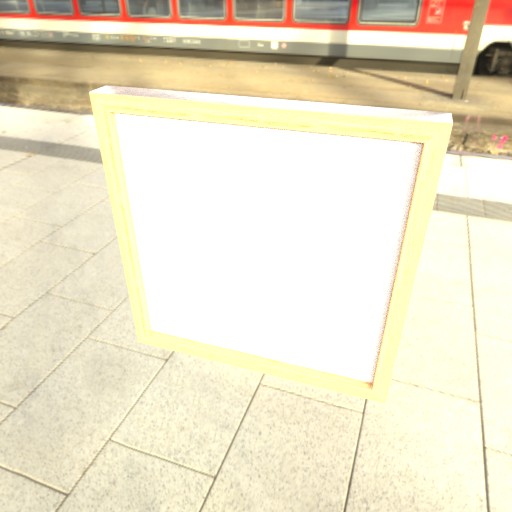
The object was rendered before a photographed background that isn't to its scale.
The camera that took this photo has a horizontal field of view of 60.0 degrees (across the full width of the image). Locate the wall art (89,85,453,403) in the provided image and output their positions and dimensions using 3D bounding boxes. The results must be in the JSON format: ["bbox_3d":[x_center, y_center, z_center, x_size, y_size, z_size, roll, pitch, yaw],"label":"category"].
[{"bbox_3d":[0.000,0.000,0.448,0.303,0.303,0.028,10,34,15],"label":"wall art"}]
